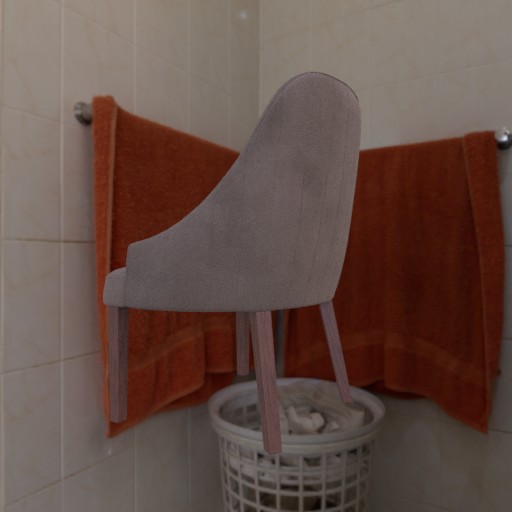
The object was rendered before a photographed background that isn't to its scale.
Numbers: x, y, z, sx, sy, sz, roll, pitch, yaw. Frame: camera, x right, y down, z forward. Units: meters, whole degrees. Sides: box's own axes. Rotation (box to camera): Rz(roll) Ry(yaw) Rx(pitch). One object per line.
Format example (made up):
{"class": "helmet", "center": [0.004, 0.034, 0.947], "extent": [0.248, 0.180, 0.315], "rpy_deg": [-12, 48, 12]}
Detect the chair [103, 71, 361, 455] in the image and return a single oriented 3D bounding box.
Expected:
{"class": "chair", "center": [0.000, 0.000, 1.291], "extent": [0.575, 0.889, 0.643], "rpy_deg": [0, 0, 34]}
